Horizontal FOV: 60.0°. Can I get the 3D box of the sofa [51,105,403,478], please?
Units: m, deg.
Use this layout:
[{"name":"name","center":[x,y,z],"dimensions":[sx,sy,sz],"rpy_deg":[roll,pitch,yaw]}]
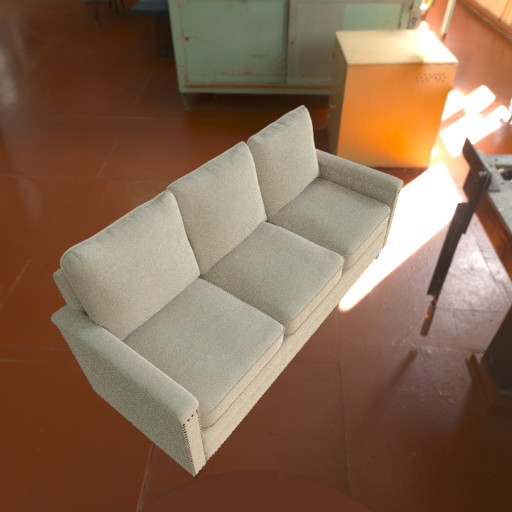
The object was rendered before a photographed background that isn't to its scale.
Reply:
[{"name":"sofa","center":[0.000,0.000,2.376],"dimensions":[0.828,0.961,1.925],"rpy_deg":[27,49,27]}]
